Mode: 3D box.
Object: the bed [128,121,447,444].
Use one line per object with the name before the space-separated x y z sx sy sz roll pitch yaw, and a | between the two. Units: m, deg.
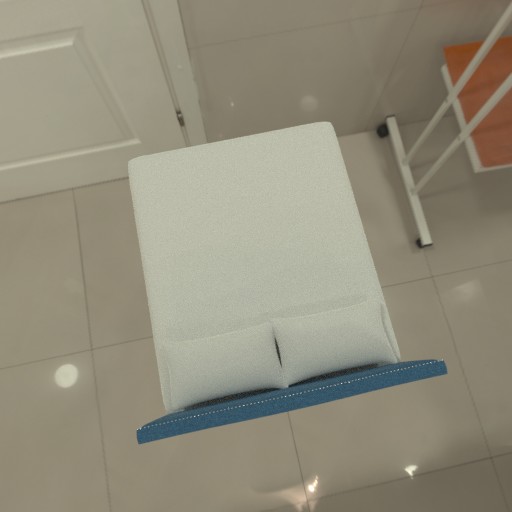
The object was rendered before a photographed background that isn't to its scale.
bed | 0.000 0.000 2.911 1.610 1.169 1.872 -12 75 -3
